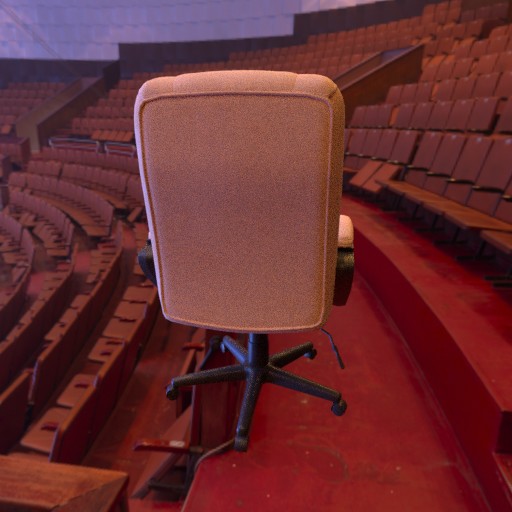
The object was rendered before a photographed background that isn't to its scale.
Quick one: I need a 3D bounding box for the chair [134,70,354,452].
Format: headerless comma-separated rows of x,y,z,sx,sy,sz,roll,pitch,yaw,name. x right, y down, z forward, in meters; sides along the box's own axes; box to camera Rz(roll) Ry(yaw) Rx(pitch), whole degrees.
0.000,0.000,1.513,0.667,1.105,0.724,2,16,9,chair
